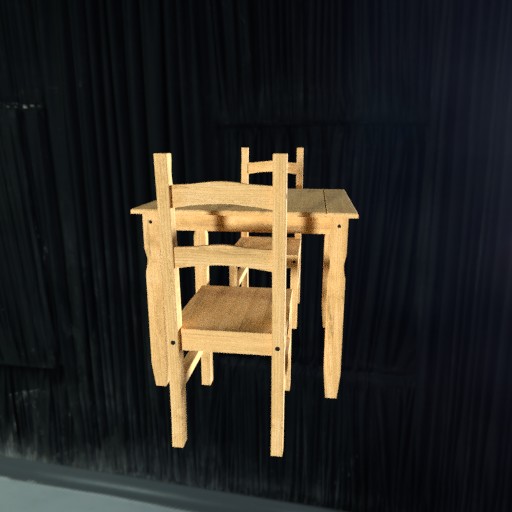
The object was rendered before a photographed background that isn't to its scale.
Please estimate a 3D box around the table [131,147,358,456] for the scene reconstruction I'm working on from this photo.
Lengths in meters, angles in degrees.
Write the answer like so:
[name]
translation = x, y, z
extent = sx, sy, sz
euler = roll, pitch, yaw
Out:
[table]
translation = 0.000, 0.000, 2.016
extent = 0.813, 0.942, 1.501
euler = 2, 14, 7
